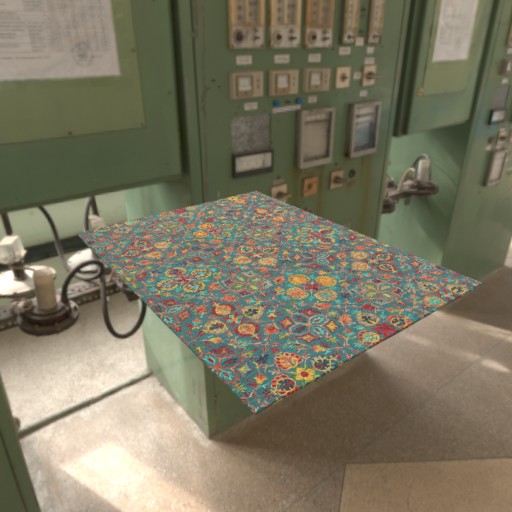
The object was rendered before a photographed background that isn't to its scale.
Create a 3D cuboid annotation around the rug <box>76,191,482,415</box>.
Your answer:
[{"bbox_3d":[0.000,0.000,4.271,2.434,0.025,3.204,-18,32,-33],"label":"rug"}]
